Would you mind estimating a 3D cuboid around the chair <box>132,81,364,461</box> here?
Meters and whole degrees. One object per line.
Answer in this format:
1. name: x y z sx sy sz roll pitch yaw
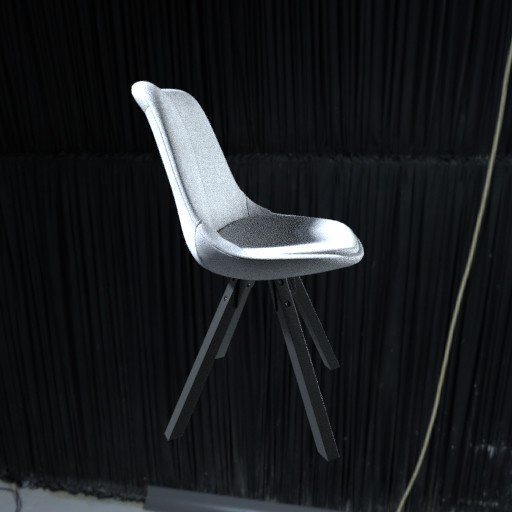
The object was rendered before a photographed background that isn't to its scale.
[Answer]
1. chair: 0.000 0.000 1.172 0.550 0.850 0.485 3 16 9
